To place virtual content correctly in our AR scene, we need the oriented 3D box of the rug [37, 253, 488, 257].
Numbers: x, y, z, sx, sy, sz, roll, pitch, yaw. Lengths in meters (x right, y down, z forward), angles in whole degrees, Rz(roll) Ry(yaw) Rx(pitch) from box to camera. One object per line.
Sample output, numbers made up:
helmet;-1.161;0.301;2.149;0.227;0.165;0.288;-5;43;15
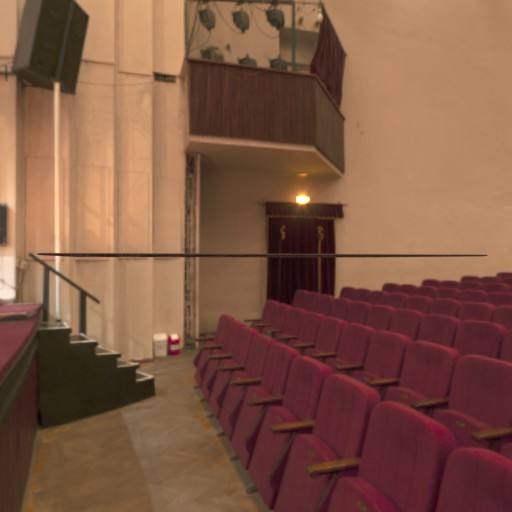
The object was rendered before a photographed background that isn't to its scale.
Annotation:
rug;0.000;0.000;3.059;2.476;0.011;1.554;0;0;-16
